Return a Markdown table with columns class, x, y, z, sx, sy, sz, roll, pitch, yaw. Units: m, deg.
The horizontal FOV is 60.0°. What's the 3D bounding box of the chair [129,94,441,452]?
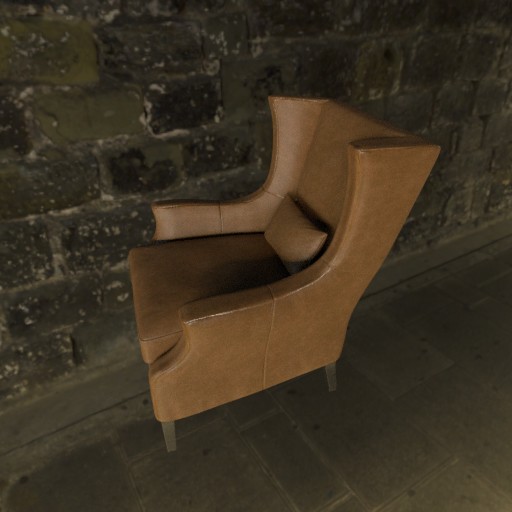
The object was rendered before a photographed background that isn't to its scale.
| class | x | y | z | sx | sy | sz | roll | pitch | yaw |
| --- | --- | --- | --- | --- | --- | --- | --- | --- | --- |
| chair | 0.000 | 0.000 | 1.673 | 0.925 | 1.016 | 0.852 | -9 | 32 | -15 |
